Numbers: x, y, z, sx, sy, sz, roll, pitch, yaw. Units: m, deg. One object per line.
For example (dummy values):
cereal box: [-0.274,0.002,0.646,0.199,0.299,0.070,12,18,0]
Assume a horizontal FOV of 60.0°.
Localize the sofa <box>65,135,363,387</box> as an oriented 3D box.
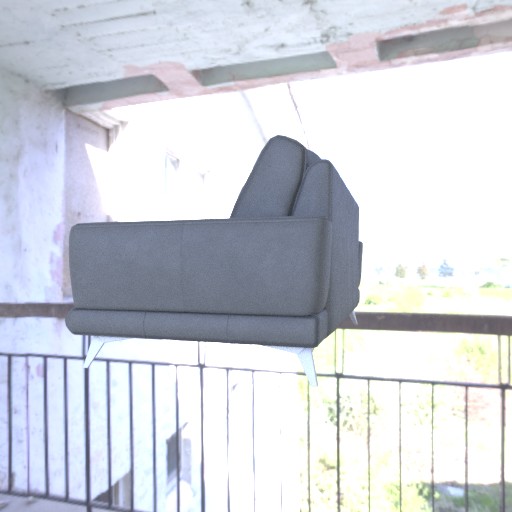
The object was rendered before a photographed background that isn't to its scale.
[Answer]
sofa: [0.000,0.000,2.397,1.018,0.907,1.806,0,-1,17]
